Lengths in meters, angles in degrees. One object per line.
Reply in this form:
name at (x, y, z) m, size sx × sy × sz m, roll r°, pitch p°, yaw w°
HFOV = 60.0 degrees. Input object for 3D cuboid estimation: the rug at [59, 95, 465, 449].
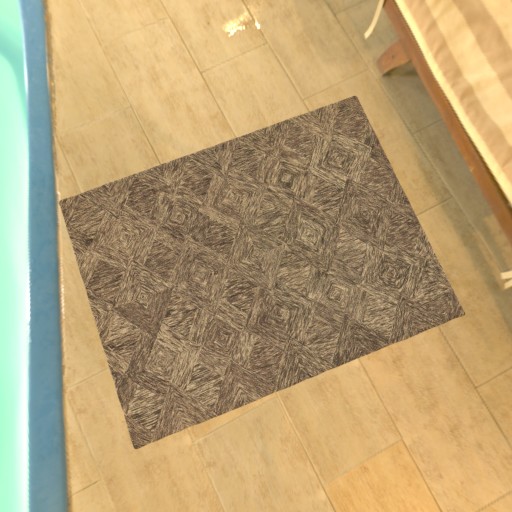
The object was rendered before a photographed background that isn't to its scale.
rug at (0.000, 0.000, 4.210) m, size 3.204 × 0.017 × 2.448 m, roll -21°, pitch 78°, yaw -5°
